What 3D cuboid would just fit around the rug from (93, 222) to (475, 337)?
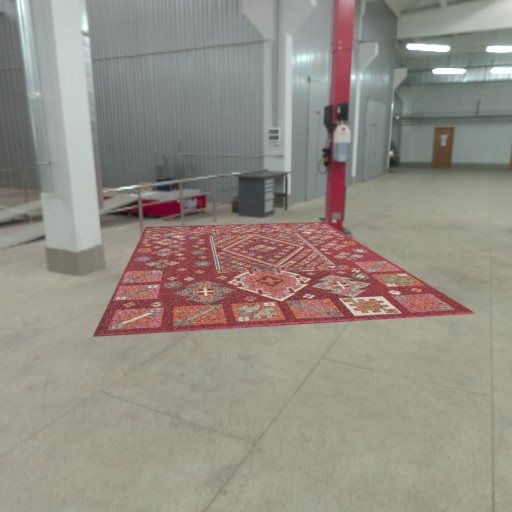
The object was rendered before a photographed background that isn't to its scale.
[{"bbox_3d":[0.000,0.000,2.832,1.579,0.007,2.184,-2,15,-8],"label":"rug"}]
